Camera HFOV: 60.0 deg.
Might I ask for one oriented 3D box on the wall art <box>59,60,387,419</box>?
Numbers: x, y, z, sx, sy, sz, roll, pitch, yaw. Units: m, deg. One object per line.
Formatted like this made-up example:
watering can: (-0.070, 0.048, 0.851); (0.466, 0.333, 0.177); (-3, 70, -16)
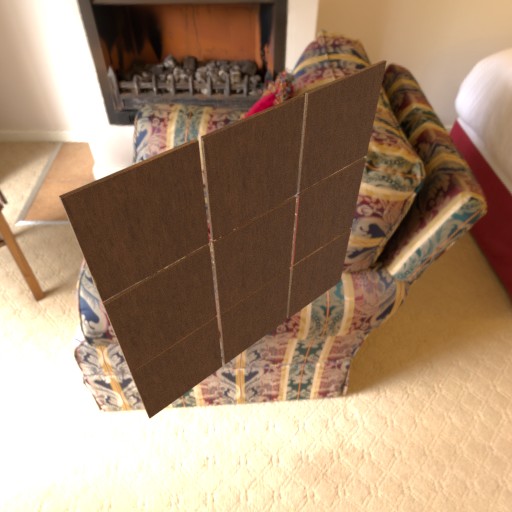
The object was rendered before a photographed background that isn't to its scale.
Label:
wall art: (0.000, 0.000, 1.757); (1.215, 1.213, 0.013); (-31, 54, -27)
